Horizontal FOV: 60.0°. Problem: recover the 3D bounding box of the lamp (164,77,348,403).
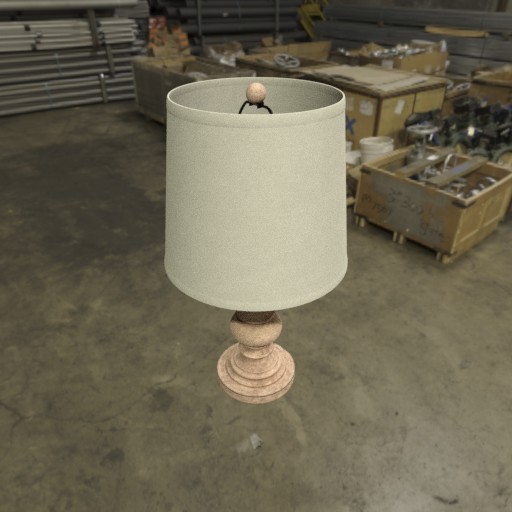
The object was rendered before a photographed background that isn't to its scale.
[{"bbox_3d":[0.000,0.000,0.672,0.273,0.497,0.273,0,32,0],"label":"lamp"}]
